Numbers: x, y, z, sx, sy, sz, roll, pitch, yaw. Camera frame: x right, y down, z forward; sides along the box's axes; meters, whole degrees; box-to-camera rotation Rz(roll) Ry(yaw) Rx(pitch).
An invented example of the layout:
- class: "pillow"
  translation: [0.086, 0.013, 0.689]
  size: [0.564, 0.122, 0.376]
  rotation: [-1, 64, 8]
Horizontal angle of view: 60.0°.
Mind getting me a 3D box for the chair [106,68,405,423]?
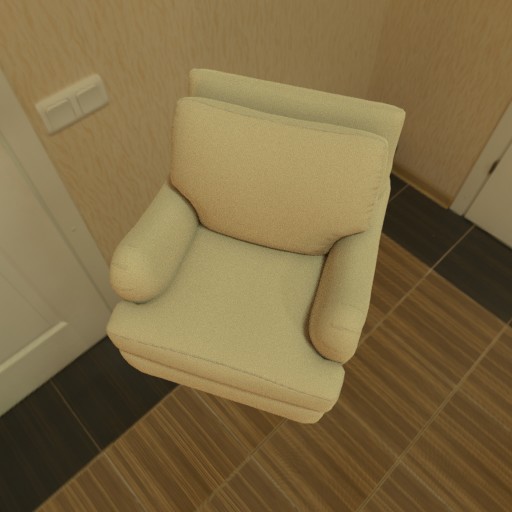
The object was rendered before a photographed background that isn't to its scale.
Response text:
- class: "chair"
  translation: [0.000, 0.000, 1.880]
  size: [0.955, 1.038, 1.070]
  rotation: [15, 59, 9]
